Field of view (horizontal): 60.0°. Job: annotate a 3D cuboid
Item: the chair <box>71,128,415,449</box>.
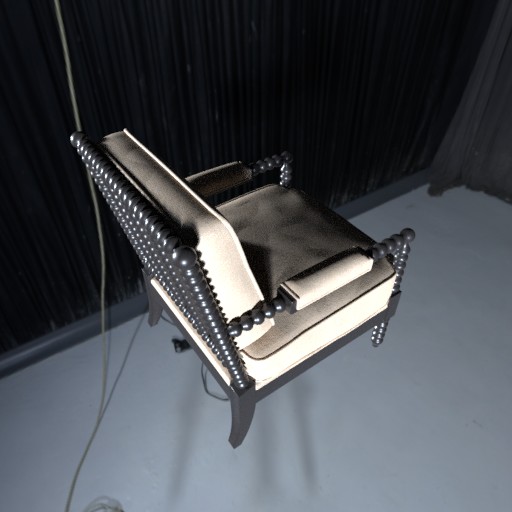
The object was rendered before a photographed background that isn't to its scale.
[{"bbox_3d":[0.000,0.000,1.192,0.657,0.703,0.555,-25,47,-26],"label":"chair"}]
